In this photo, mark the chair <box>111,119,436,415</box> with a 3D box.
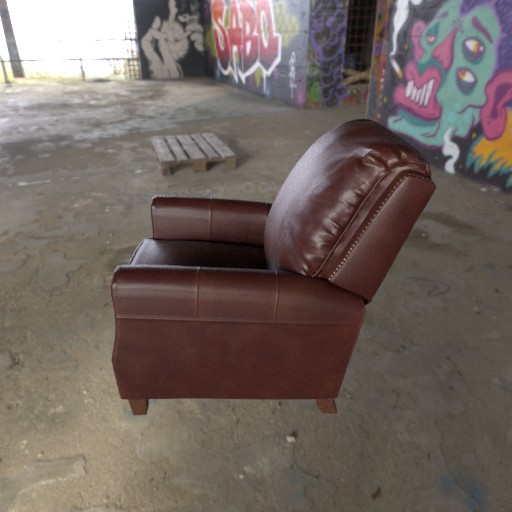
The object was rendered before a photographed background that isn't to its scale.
[{"bbox_3d":[0.000,0.000,1.799,1.089,1.022,0.826,-1,27,-1],"label":"chair"}]
